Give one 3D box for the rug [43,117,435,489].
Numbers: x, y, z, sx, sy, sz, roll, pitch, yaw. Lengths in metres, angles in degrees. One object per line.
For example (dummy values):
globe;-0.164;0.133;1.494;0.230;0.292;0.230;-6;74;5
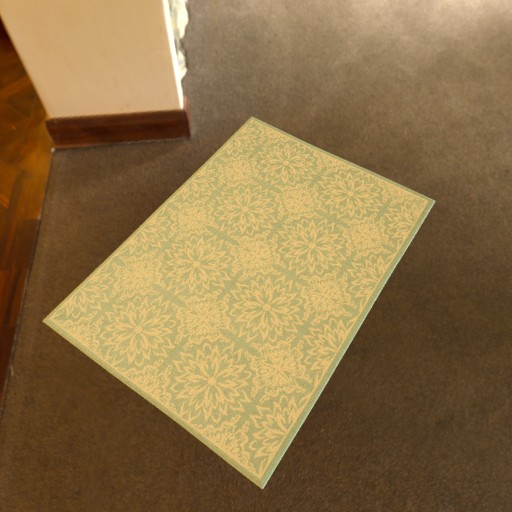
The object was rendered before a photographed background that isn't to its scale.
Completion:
rug;0.000;0.000;2.901;1.589;0.014;2.205;30;62;18
